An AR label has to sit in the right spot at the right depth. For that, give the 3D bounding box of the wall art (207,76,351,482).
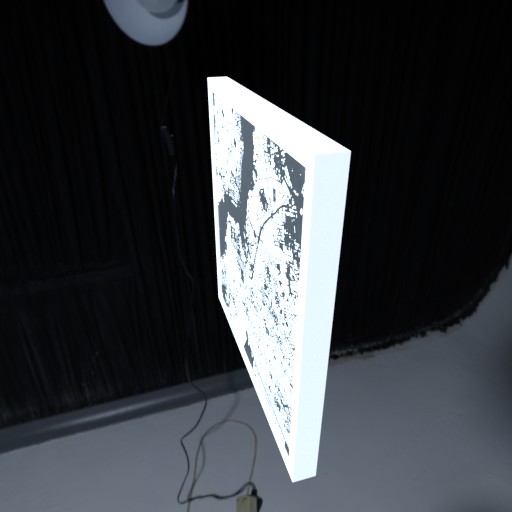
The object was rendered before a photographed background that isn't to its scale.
[{"bbox_3d":[0.000,0.000,0.759,0.038,0.506,0.506,-9,31,-15],"label":"wall art"}]
